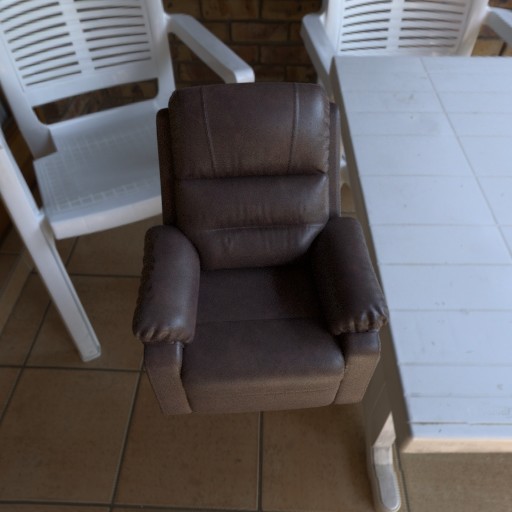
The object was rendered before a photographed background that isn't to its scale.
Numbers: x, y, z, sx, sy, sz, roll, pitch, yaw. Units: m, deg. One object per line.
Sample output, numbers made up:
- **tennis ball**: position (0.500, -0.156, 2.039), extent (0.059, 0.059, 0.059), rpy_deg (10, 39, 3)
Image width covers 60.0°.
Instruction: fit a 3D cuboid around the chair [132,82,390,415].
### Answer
- **chair**: position (0.000, 0.000, 1.692), extent (0.855, 0.992, 0.919), rpy_deg (-3, 49, -2)
